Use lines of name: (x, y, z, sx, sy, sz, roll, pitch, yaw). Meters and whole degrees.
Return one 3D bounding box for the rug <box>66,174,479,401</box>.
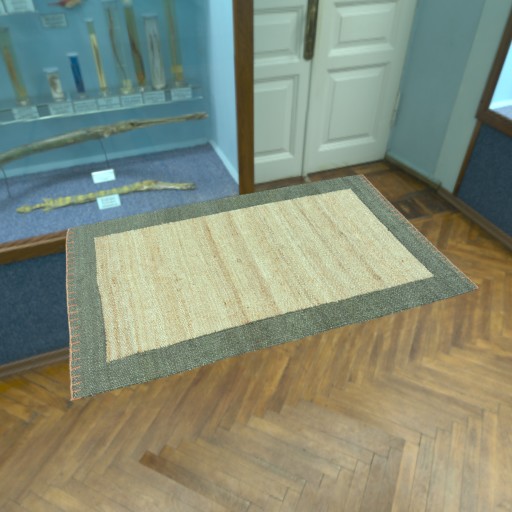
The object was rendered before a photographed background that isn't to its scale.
rug: (0.000, 0.000, 2.990, 2.435, 0.006, 1.521, -12, 42, -14)
